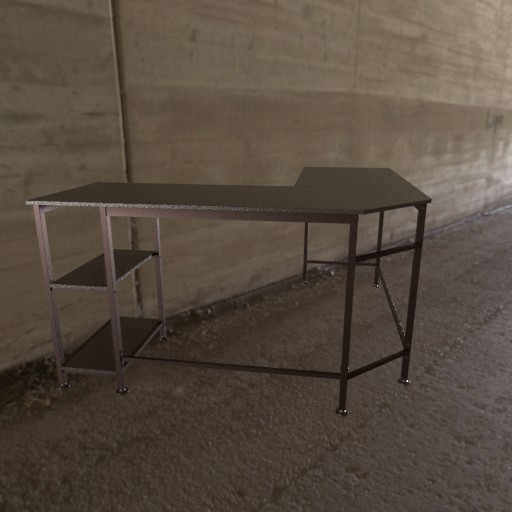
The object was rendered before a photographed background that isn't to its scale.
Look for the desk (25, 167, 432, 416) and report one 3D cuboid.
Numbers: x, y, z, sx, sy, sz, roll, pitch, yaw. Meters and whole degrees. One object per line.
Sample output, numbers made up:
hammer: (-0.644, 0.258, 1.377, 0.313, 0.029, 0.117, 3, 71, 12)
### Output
desk: (0.000, 0.000, 2.169, 1.379, 0.739, 1.379, 3, 17, 8)
